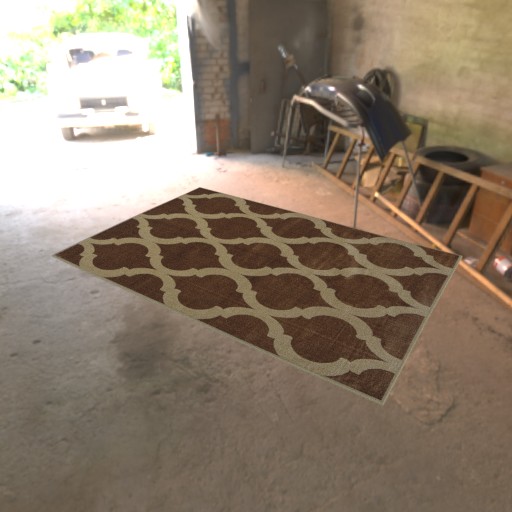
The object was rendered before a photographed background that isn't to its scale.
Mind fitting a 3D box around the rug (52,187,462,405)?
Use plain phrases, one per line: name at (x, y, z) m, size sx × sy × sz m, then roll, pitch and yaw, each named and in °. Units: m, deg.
rug at (0.000, 0.000, 2.953) m, size 2.290 × 0.014 × 1.526 m, roll 18°, pitch 34°, yaw 29°
